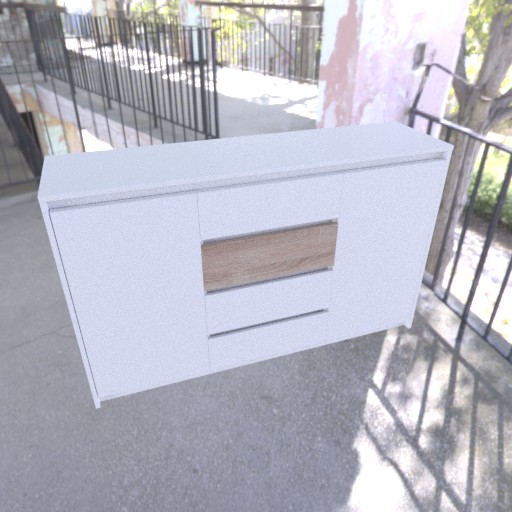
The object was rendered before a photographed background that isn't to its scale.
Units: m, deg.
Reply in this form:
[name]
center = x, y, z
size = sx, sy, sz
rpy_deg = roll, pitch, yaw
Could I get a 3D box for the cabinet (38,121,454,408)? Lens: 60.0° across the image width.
[cabinet]
center = 0.000, 0.000, 1.852
size = 1.450, 0.900, 0.380
rpy_deg = -10, 33, -16
